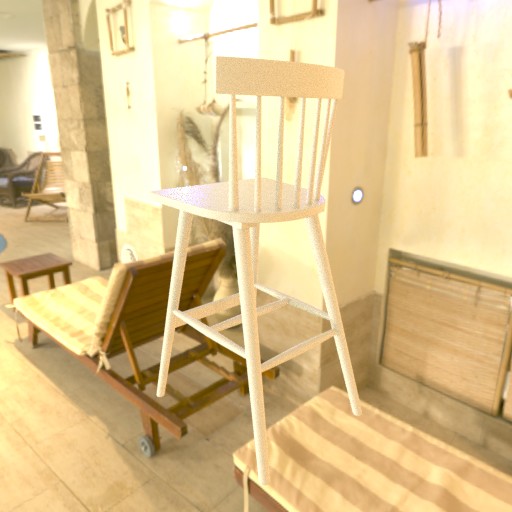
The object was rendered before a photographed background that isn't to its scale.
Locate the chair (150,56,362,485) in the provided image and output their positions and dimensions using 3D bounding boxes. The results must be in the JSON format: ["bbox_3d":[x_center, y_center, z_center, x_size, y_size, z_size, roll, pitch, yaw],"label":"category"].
[{"bbox_3d":[0.000,0.000,1.389,0.483,1.092,0.572,-15,23,-40],"label":"chair"}]
